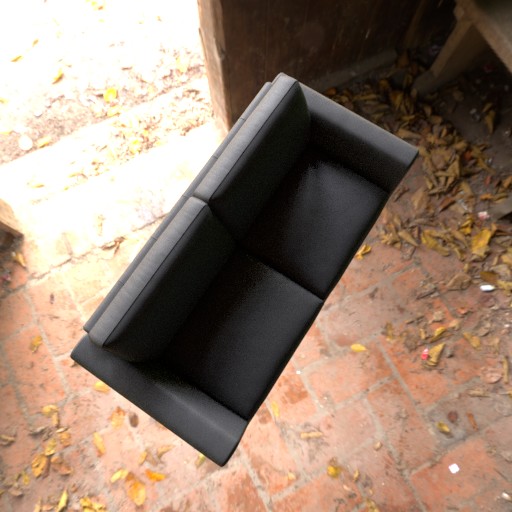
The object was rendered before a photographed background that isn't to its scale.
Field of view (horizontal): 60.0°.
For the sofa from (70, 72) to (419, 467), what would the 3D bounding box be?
[{"bbox_3d":[0.000,0.000,2.537,0.953,0.875,2.017,32,78,8],"label":"sofa"}]
